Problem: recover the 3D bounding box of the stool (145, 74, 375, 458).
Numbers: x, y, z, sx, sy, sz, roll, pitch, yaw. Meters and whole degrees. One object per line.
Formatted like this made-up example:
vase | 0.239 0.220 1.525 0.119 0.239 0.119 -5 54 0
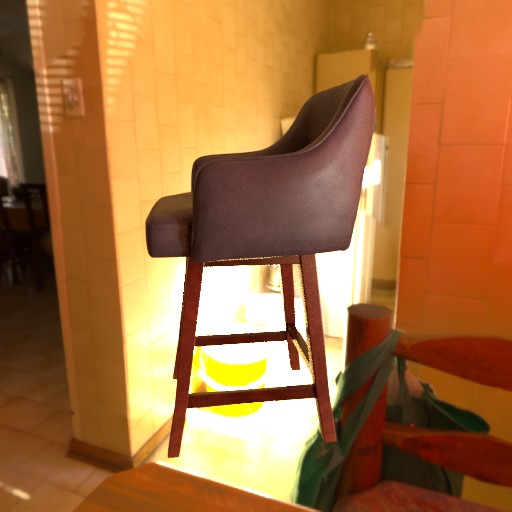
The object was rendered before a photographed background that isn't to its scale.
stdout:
stool | 0.000 0.000 1.245 0.560 0.936 0.550 -2 14 -8
